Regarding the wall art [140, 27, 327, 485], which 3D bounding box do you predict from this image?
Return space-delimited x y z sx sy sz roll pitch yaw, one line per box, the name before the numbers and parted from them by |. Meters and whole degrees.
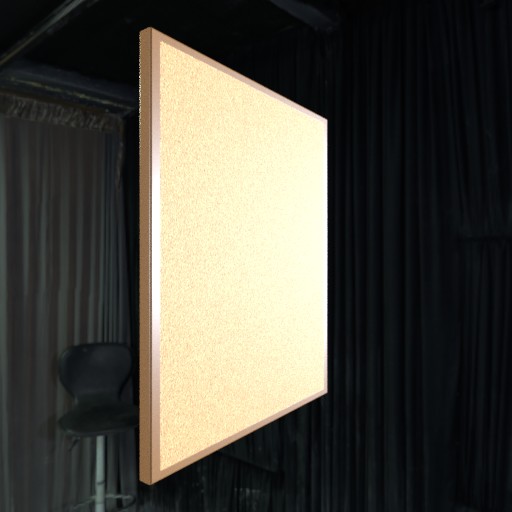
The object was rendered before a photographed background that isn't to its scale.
wall art | 0.000 0.000 0.493 0.015 0.379 0.310 0 0 37
